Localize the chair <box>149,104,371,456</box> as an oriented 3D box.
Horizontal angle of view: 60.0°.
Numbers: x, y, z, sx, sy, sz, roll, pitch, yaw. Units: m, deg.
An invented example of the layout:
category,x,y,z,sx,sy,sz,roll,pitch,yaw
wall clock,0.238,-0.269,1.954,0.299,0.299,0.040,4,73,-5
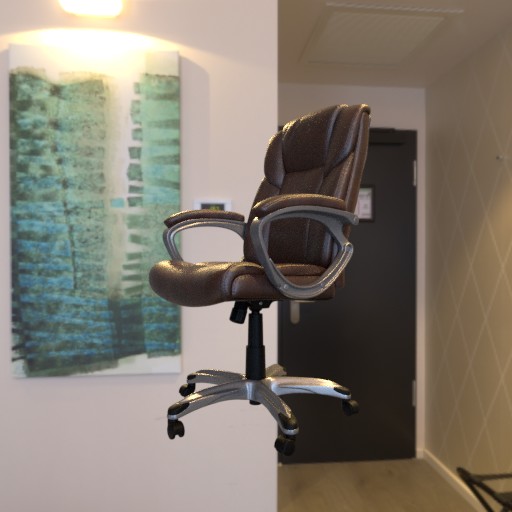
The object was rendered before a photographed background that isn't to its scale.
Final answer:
category,x,y,z,sx,sy,sz,roll,pitch,yaw
chair,0.000,0.000,1.580,0.692,1.128,0.656,0,0,-36
